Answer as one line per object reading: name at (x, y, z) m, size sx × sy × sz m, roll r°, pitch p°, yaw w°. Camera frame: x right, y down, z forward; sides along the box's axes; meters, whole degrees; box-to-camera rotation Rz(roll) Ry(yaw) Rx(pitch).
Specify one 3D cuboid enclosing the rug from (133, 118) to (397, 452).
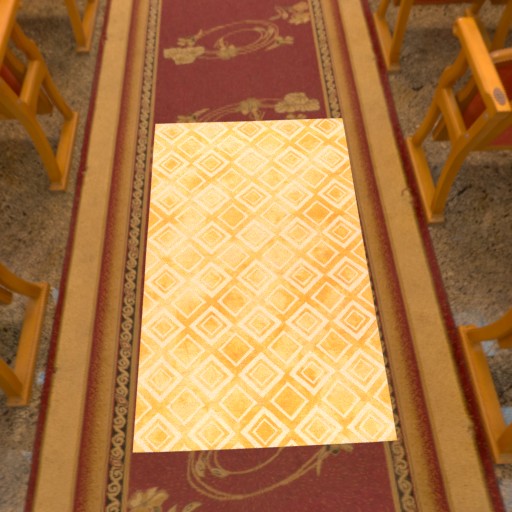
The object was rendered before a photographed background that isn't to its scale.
rug at (0.000, 0.000, 3.051) m, size 1.511 × 0.010 × 2.424 m, roll -2°, pitch 64°, yaw -1°
